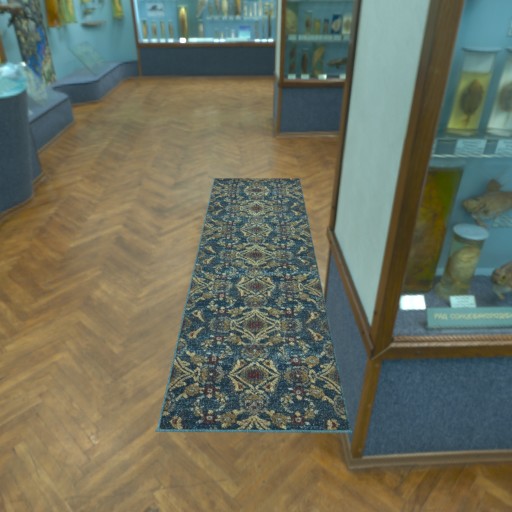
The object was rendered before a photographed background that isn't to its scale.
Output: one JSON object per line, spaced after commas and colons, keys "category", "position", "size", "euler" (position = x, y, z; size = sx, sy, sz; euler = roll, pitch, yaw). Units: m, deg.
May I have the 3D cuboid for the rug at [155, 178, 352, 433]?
{"category": "rug", "position": [0.000, 0.000, 2.502], "size": [0.685, 0.014, 2.292], "euler": [0, 32, 0]}
